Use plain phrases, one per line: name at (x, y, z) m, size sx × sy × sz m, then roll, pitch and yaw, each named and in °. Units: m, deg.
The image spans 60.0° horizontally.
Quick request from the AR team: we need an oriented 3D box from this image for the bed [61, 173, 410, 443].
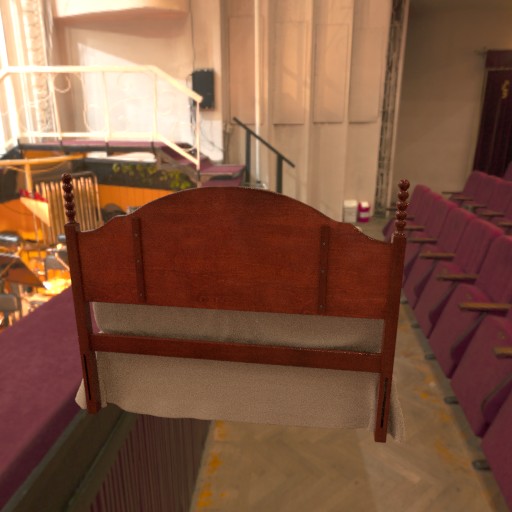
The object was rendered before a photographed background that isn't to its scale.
bed at (0.000, 0.000, 3.179) m, size 1.873 × 1.356 × 2.040 m, roll 2°, pitch 17°, yaw 8°
